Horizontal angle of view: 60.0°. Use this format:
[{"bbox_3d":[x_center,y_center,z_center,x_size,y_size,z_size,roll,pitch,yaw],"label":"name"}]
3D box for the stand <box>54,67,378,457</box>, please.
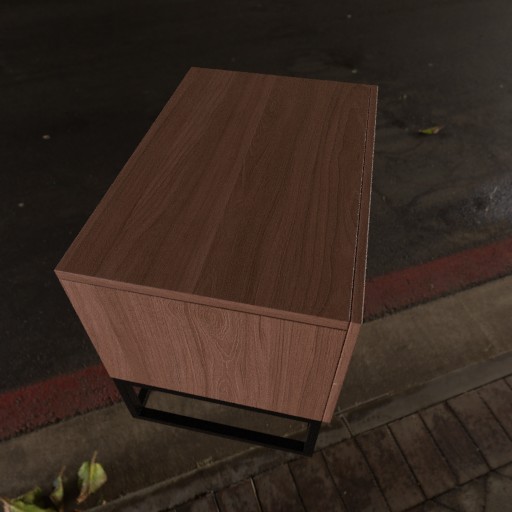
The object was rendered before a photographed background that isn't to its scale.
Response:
[{"bbox_3d":[0.000,0.000,0.941,0.420,0.500,0.600,9,49,8],"label":"stand"}]
